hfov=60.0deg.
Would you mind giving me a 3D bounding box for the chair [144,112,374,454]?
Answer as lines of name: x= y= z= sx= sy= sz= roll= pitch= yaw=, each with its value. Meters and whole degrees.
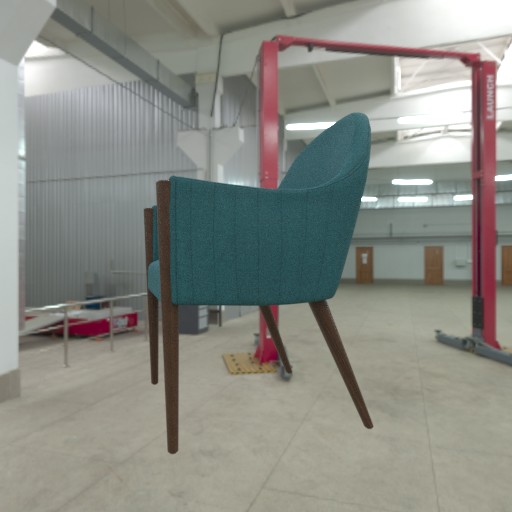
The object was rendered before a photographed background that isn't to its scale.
chair: x=0.000 y=0.000 z=1.379 sx=0.652 sy=0.907 sz=0.656 roll=0 pitch=0 yaw=-17
